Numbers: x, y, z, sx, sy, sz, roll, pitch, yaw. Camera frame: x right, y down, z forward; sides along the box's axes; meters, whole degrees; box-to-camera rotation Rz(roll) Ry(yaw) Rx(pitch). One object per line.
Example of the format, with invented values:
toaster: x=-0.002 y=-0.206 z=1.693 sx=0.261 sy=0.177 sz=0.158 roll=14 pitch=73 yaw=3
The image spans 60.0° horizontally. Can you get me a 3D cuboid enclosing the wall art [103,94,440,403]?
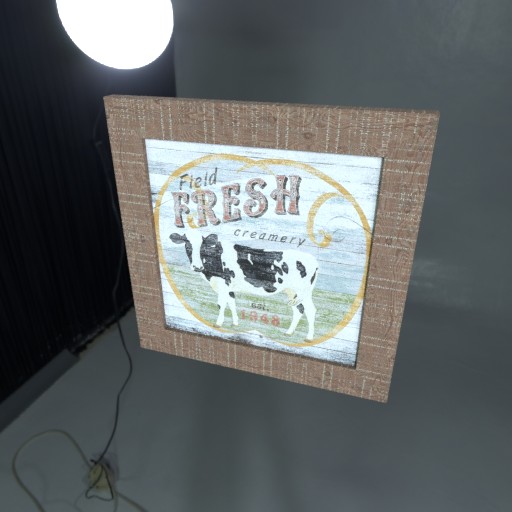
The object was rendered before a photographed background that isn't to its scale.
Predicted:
wall art: x=0.000 y=0.000 z=0.806 sx=0.531 sy=0.531 sz=0.029 roll=9 pitch=29 yaw=16
